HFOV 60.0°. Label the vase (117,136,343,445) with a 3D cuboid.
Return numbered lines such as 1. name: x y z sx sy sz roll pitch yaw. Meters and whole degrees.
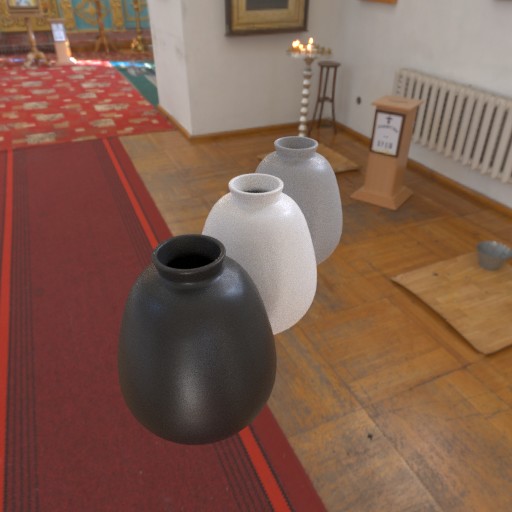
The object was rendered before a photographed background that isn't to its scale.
1. vase: 0.000 0.000 0.347 0.097 0.122 0.297 11 34 18
